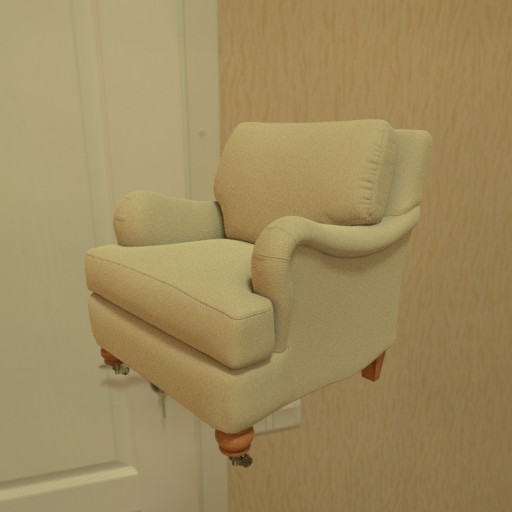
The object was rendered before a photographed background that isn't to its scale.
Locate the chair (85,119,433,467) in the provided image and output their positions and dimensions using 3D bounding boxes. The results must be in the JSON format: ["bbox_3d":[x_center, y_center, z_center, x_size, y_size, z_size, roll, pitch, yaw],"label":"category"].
[{"bbox_3d":[0.000,0.000,1.765,1.070,1.038,0.955,-15,21,-42],"label":"chair"}]
